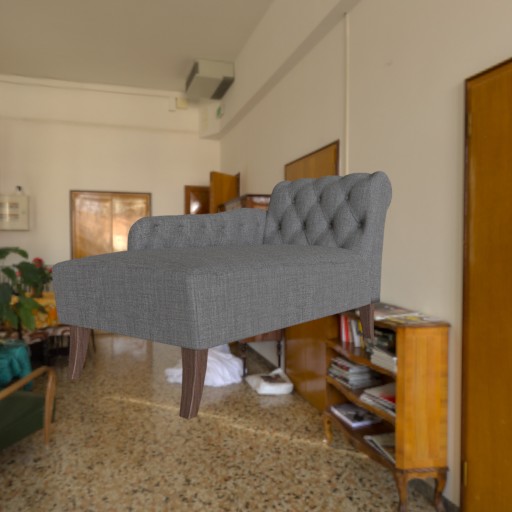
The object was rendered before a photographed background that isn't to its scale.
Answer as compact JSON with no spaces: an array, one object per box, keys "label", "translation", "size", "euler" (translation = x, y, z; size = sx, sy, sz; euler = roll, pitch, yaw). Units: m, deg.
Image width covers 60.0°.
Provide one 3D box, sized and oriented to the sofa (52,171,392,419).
[{"label":"sofa","translation":[0.000,0.000,1.808],"size":[0.675,0.787,1.379],"euler":[1,2,37]}]
